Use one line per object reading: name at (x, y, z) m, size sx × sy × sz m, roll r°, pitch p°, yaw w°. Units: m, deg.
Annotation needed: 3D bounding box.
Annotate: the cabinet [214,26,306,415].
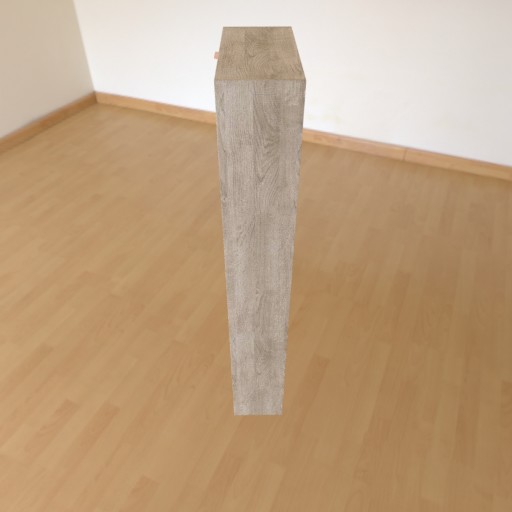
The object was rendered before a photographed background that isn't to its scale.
cabinet at (0.000, 0.000, 1.856) m, size 0.250 × 1.630 × 0.520 m, roll 0°, pitch 41°, yaw -1°
